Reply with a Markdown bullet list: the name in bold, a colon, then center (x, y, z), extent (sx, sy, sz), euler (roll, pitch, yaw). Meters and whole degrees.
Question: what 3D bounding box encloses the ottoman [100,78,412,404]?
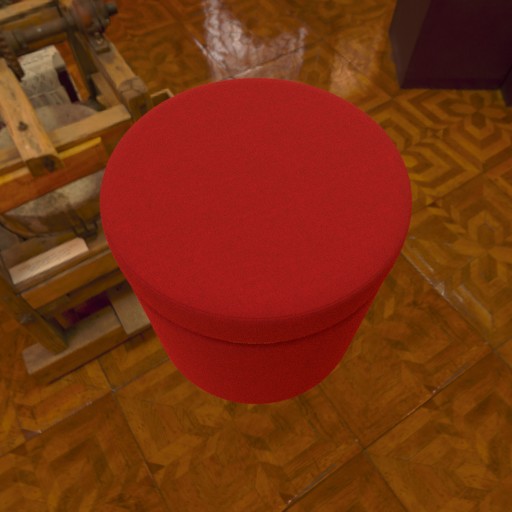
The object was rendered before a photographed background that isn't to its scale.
- **ottoman**: center (0.000, 0.000, 0.733), extent (0.400, 0.406, 0.400), euler (0, 59, 0)
